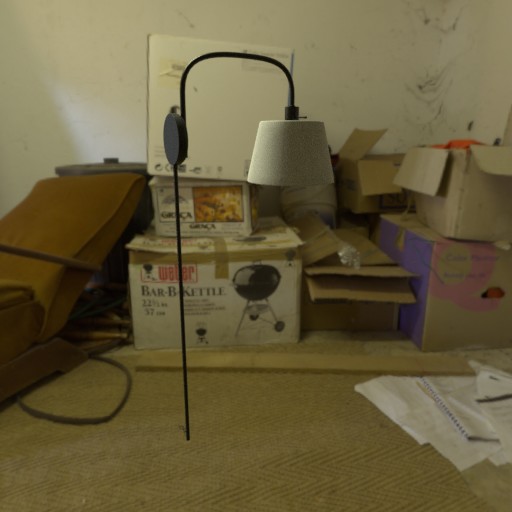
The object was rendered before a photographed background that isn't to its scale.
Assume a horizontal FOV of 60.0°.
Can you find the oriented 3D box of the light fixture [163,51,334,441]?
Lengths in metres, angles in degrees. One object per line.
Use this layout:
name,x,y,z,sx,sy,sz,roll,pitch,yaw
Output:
light fixture,0.000,0.000,0.475,0.176,0.399,0.092,-8,17,-27
